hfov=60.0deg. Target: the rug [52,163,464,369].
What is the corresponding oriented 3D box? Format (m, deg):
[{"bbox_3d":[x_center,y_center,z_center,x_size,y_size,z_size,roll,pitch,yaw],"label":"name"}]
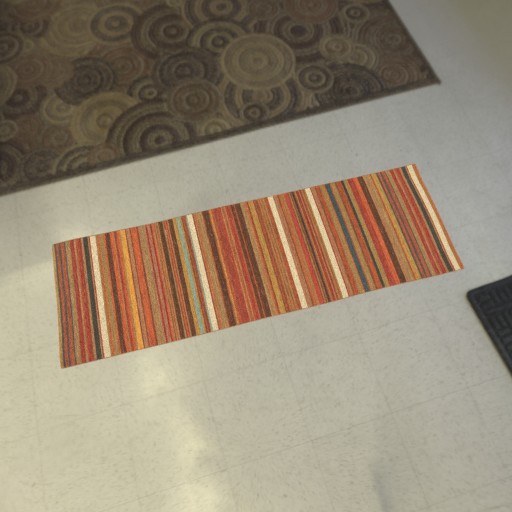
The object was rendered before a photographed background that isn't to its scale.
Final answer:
[{"bbox_3d":[0.000,0.000,2.742,2.444,0.030,0.799,-13,67,-6],"label":"rug"}]
